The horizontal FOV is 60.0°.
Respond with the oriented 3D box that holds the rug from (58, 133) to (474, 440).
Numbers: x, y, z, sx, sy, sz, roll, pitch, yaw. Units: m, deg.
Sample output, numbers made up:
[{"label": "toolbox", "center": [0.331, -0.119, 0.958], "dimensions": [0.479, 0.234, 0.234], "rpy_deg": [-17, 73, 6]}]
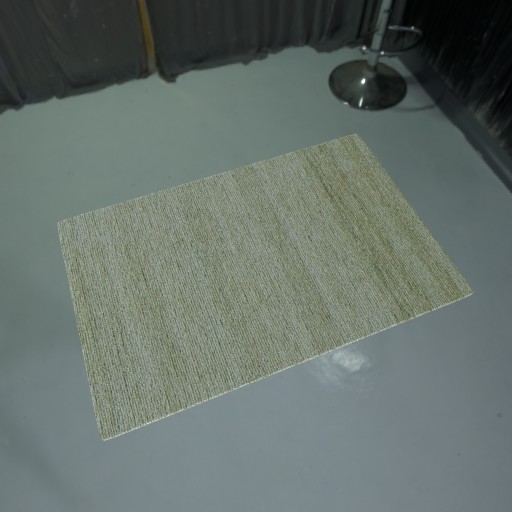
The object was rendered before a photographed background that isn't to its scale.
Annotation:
[{"label": "rug", "center": [0.000, 0.000, 2.180], "dimensions": [1.758, 0.010, 1.143], "rpy_deg": [-19, 60, -11]}]
